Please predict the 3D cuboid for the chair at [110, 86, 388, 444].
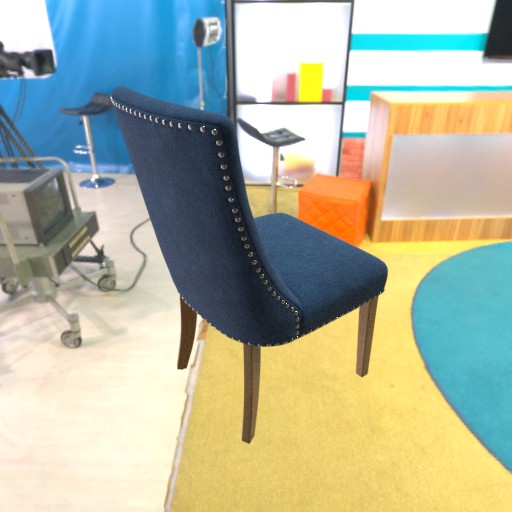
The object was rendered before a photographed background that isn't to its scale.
[{"bbox_3d":[0.000,0.000,1.251,0.610,0.902,0.495,-20,34,-32],"label":"chair"}]
